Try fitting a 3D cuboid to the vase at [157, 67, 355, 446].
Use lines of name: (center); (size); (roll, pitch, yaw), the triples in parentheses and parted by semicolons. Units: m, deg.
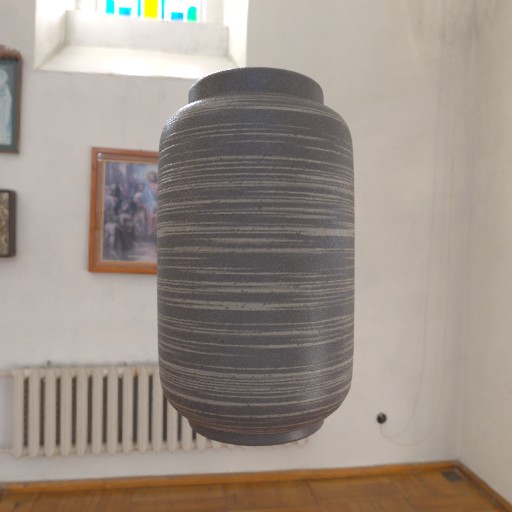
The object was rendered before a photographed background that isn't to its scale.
vase: (0.000, 0.000, 0.681); (0.297, 0.499, 0.297); (0, 1, 0)
